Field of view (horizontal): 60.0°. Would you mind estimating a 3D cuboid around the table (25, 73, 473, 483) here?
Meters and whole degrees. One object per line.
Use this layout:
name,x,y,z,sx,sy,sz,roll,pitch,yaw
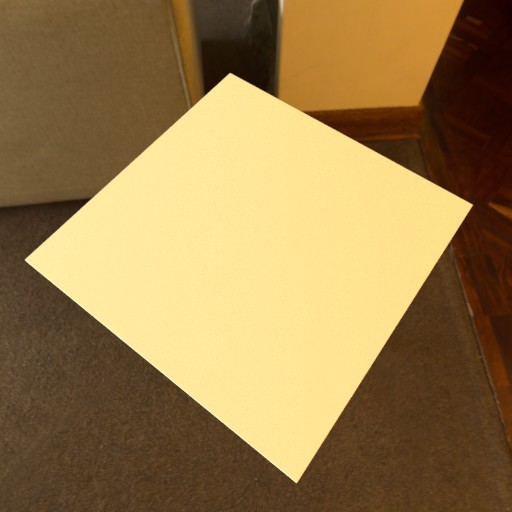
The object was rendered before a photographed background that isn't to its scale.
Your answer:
table,0.000,0.000,1.369,0.890,0.305,0.890,34,68,16
